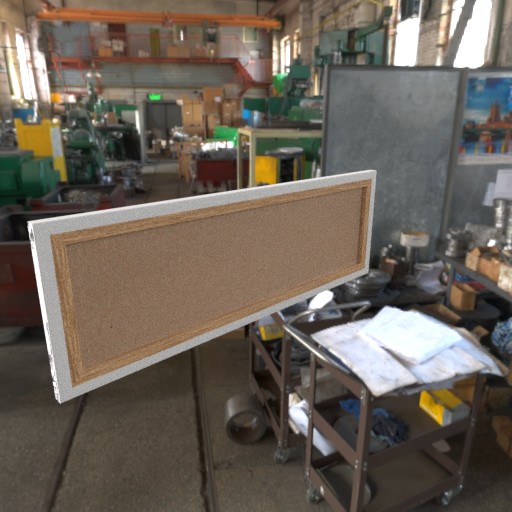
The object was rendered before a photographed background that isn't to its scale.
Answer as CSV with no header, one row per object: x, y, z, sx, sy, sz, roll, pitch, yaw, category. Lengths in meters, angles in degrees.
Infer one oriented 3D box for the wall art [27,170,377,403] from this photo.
0.000,0.000,1.652,1.520,0.507,0.039,-16,24,-41,wall art
